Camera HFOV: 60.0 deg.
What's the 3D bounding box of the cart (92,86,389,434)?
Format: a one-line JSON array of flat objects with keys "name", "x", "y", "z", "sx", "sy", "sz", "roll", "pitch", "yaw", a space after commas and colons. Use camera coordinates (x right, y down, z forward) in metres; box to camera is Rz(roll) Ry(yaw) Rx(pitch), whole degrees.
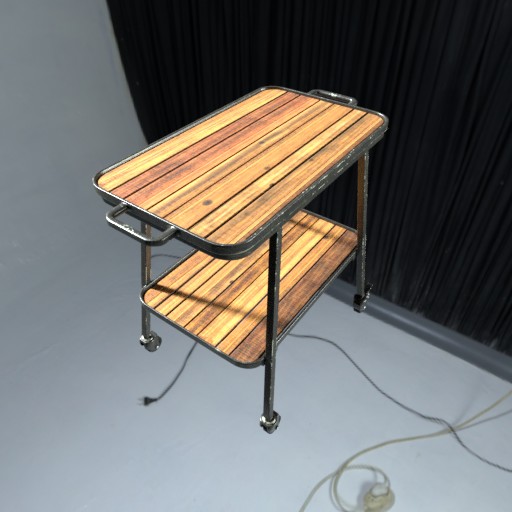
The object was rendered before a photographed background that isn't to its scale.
[{"name": "cart", "x": 0.000, "y": 0.000, "z": 1.278, "sx": 0.515, "sy": 0.700, "sz": 0.806, "roll": 26, "pitch": 47, "yaw": 26}]
